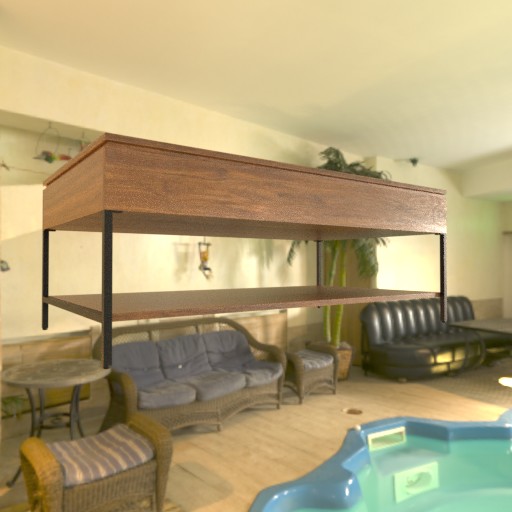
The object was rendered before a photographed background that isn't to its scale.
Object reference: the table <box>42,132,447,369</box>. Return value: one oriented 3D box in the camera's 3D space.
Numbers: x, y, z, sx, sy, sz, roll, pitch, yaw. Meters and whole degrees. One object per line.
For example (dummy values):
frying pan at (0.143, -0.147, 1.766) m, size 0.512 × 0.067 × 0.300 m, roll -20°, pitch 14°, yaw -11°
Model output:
table at (0.000, 0.000, 1.311) m, size 1.057 × 0.414 × 0.574 m, roll 1°, pitch -1°, yaw -36°
